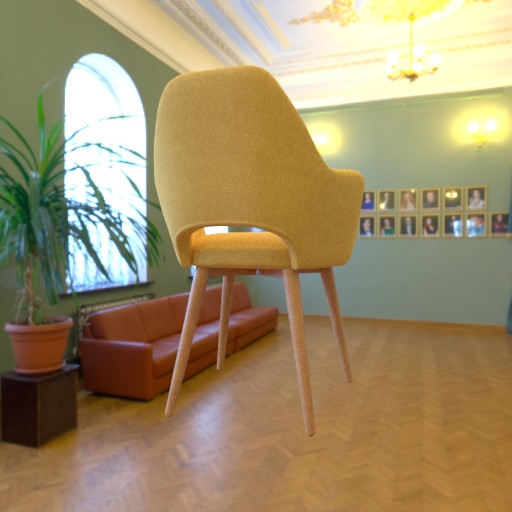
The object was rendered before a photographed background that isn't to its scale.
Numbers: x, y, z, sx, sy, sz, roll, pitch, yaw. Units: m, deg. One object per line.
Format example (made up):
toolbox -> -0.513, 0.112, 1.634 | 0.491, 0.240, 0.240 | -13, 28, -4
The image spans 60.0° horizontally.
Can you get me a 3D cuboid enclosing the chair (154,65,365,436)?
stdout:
chair -> 0.000, 0.000, 1.259 | 0.590, 0.840, 0.610 | 0, 1, 19
